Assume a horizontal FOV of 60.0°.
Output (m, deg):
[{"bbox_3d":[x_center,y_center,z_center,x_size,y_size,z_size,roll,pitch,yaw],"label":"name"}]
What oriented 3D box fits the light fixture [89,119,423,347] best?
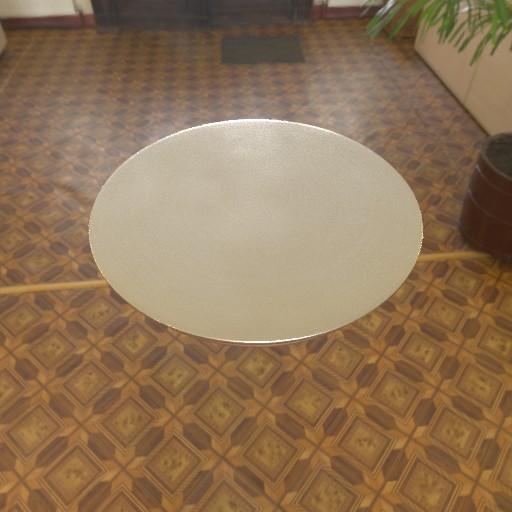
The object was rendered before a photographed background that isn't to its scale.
[{"bbox_3d":[0.000,0.000,0.431,0.280,0.135,0.280,0,47,0],"label":"light fixture"}]
